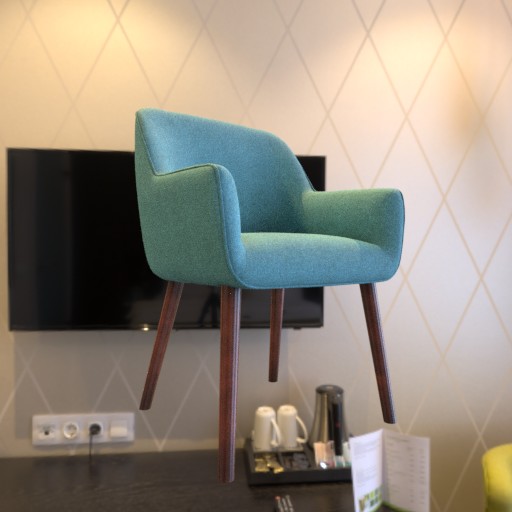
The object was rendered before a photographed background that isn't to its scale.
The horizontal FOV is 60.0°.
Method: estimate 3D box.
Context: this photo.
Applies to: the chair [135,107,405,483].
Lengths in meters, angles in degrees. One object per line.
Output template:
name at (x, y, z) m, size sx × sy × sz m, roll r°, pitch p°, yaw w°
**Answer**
chair at (0.000, 0.000, 1.124) m, size 0.543 × 0.803 × 0.519 m, roll 0°, pitch 0°, yaw -36°
